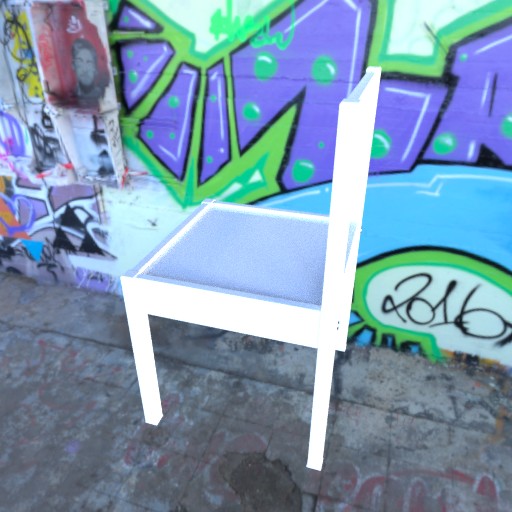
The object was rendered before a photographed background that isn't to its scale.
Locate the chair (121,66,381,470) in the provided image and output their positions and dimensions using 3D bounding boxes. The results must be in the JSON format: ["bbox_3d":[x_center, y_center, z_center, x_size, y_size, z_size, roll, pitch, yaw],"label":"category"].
[{"bbox_3d":[0.000,0.000,0.665,0.285,0.505,0.285,9,31,15],"label":"chair"}]
